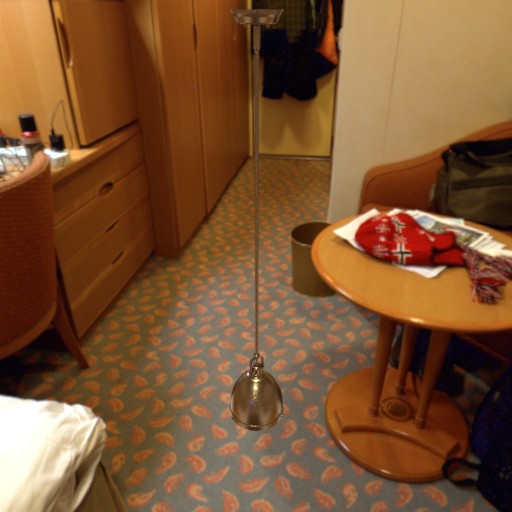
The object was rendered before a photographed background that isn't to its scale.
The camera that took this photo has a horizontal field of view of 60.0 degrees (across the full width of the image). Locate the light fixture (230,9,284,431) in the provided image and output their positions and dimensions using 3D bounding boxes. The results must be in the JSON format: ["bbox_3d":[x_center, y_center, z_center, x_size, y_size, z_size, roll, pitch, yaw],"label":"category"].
[{"bbox_3d":[0.000,0.000,1.408,0.217,1.367,0.211,-19,34,-31],"label":"light fixture"}]
